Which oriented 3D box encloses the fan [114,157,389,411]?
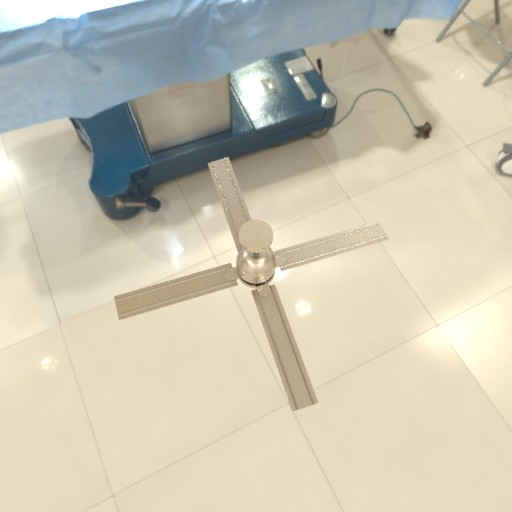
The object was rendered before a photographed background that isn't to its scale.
[{"bbox_3d":[0.000,0.000,2.011,1.346,0.406,1.346,-18,65,-8],"label":"fan"}]
